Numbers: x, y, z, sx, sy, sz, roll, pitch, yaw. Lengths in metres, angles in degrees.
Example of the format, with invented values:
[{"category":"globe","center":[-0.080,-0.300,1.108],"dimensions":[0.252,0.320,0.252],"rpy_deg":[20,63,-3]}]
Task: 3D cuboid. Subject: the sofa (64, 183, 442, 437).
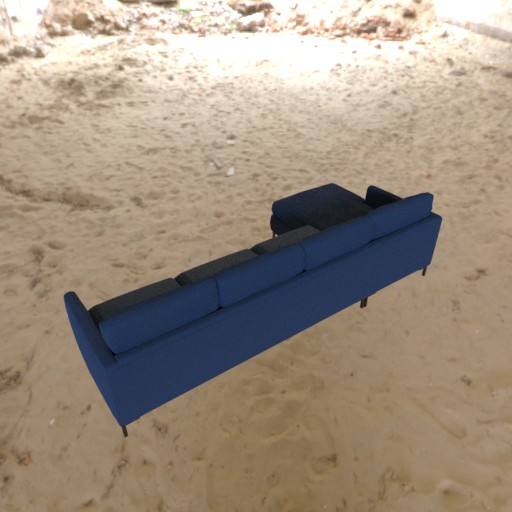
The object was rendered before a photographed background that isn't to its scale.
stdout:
[{"category":"sofa","center":[0.000,0.000,2.966],"dimensions":[2.450,0.679,1.128],"rpy_deg":[-22,39,-29]}]
